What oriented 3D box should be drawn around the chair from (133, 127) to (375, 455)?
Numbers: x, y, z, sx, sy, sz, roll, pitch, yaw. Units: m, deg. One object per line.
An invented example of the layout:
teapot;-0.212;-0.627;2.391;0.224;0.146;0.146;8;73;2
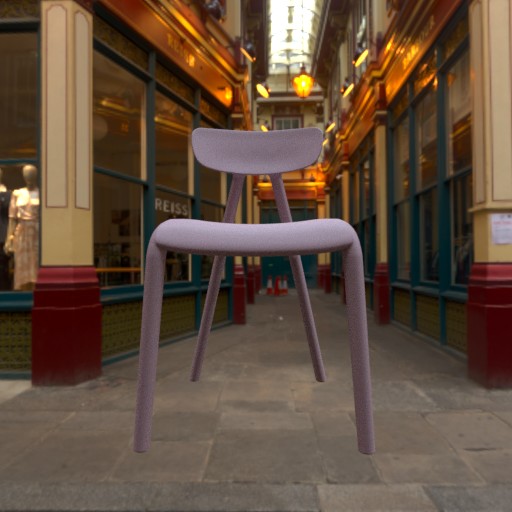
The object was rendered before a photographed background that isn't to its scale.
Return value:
chair;0.000;0.000;0.844;0.356;0.580;0.401;0;0;1
